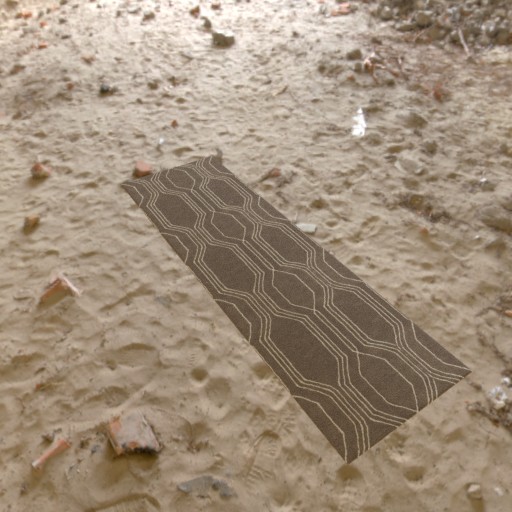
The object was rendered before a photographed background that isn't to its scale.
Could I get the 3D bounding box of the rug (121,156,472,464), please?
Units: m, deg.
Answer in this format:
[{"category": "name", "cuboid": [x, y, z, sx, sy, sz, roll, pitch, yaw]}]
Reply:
[{"category": "rug", "cuboid": [0.000, 0.000, 2.665, 0.773, 0.012, 2.464, -24, 46, -25]}]
